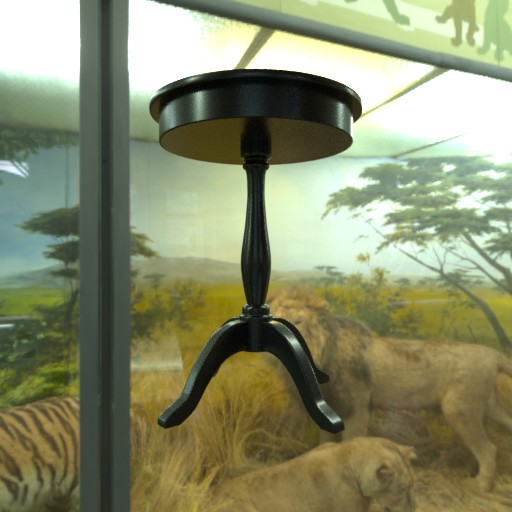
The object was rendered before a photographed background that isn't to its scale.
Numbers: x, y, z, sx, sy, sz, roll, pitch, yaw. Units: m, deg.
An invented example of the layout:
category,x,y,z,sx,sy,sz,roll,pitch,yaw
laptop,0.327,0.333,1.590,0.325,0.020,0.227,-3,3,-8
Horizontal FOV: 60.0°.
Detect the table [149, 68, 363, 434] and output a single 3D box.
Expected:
category,x,y,z,sx,sy,sz,roll,pitch,yaw
table,0.000,0.000,1.019,0.481,0.665,0.481,0,0,0
